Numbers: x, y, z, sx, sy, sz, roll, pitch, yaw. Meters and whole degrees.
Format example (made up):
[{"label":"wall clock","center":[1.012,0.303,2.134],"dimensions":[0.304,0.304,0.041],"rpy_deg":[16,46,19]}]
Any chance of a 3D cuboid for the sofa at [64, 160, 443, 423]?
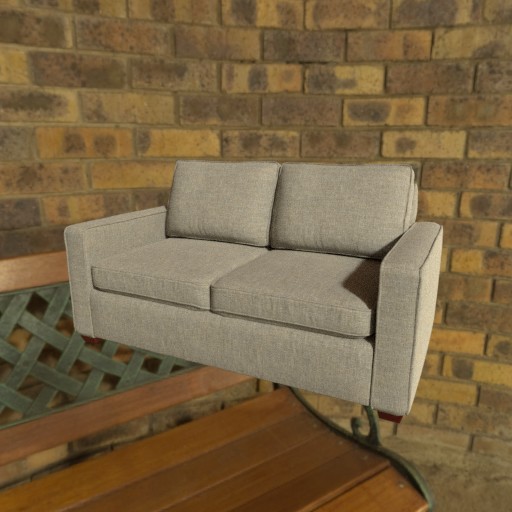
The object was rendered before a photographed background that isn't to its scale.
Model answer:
[{"label":"sofa","center":[0.000,0.000,2.251],"dimensions":[1.706,0.915,0.945],"rpy_deg":[7,16,25]}]
